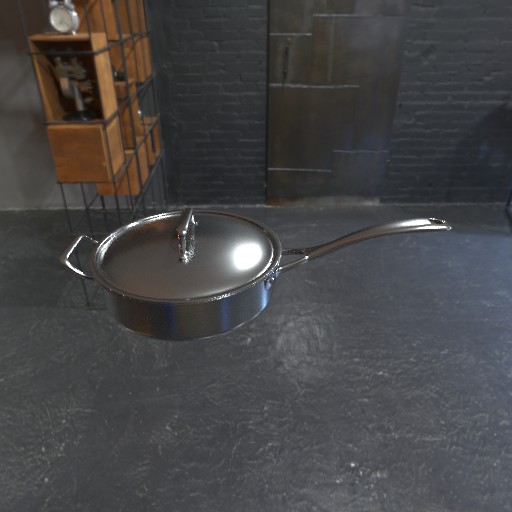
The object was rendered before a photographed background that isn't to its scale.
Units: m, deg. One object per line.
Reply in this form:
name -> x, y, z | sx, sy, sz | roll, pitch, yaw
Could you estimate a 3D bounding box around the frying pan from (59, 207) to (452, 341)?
frying pan -> 0.000, 0.000, 0.583 | 0.492, 0.111, 0.245 | 0, 30, 0
